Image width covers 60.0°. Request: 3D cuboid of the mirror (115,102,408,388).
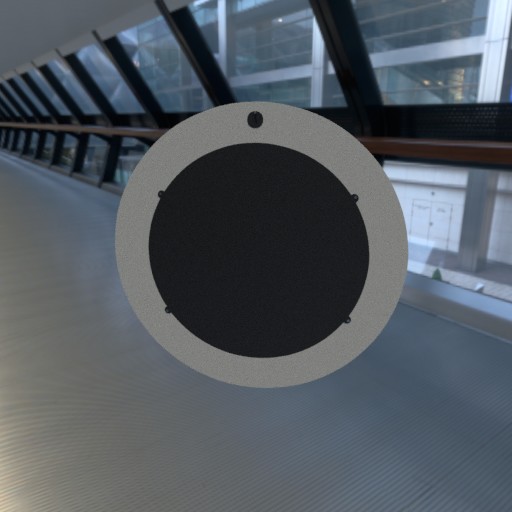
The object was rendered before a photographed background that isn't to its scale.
[{"bbox_3d":[0.000,0.000,1.391,0.914,0.914,0.038,2,16,8],"label":"mirror"}]
